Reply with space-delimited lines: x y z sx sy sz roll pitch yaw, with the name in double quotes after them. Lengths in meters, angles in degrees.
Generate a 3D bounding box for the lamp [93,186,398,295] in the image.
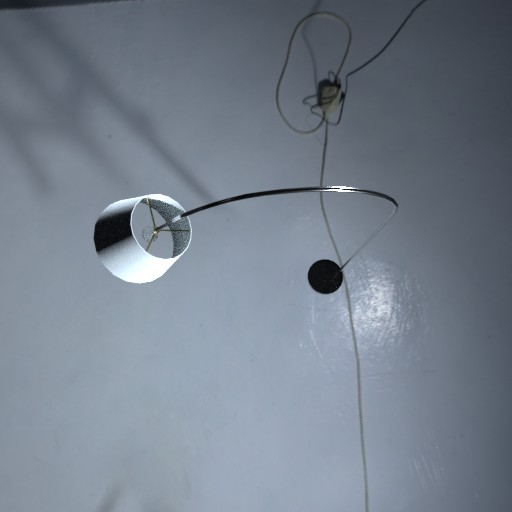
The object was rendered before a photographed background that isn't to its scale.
0.000 0.000 2.662 1.445 2.098 0.406 -6 77 -1 "lamp"
